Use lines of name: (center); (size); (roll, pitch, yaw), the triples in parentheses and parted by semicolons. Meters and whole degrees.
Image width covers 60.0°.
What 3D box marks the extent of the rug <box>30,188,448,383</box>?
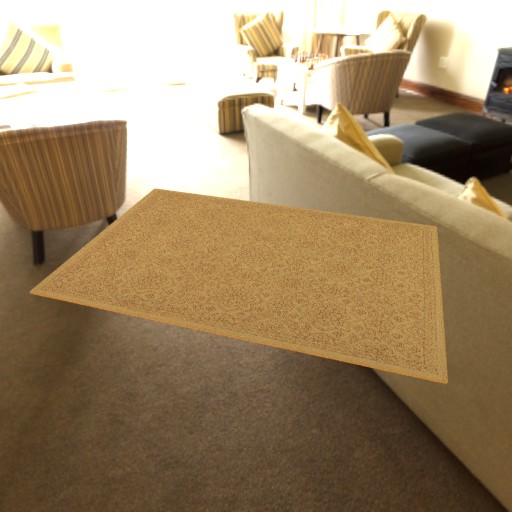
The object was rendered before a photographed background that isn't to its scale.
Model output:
rug: (0.000, 0.000, 2.318); (1.829, 0.010, 1.219); (9, 34, 14)
